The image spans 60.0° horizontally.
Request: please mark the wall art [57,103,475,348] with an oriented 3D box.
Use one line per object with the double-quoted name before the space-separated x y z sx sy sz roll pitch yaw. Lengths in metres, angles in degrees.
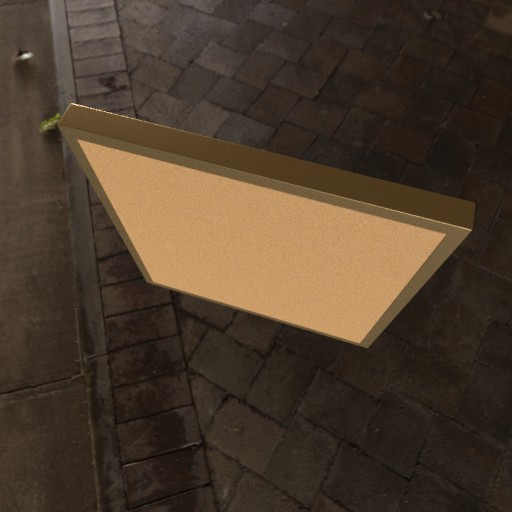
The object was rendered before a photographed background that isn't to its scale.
"wall art" 0.000 0.000 0.453 0.305 0.305 0.023 16 65 8
